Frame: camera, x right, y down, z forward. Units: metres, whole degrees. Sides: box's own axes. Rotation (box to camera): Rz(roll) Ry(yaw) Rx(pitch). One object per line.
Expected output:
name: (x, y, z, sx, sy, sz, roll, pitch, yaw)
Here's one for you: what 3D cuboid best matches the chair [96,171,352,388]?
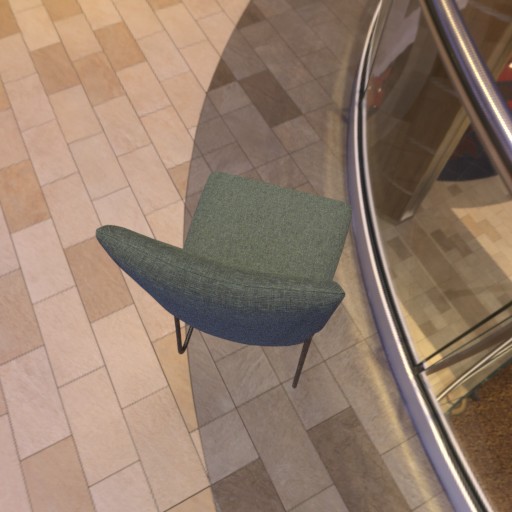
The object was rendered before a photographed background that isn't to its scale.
chair: (0.000, 0.000, 1.259, 0.480, 0.931, 0.635, 15, 64, 7)
